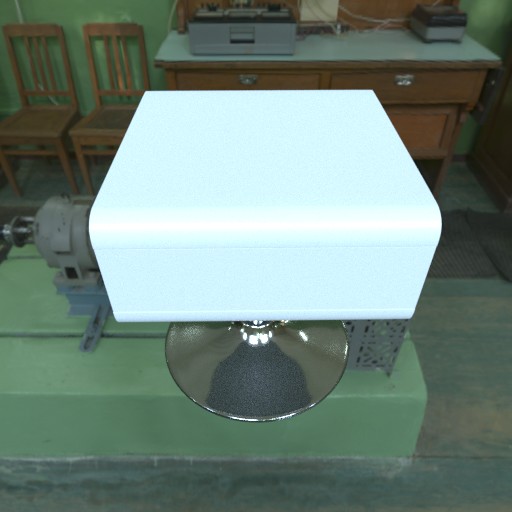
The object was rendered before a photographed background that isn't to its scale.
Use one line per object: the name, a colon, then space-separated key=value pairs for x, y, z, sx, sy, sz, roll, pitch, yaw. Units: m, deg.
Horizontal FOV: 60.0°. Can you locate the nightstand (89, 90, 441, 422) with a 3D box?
nightstand: x=0.000 y=0.000 z=0.771 sx=0.404 sy=0.447 sz=0.399 roll=-1 pitch=41 yaw=-1
